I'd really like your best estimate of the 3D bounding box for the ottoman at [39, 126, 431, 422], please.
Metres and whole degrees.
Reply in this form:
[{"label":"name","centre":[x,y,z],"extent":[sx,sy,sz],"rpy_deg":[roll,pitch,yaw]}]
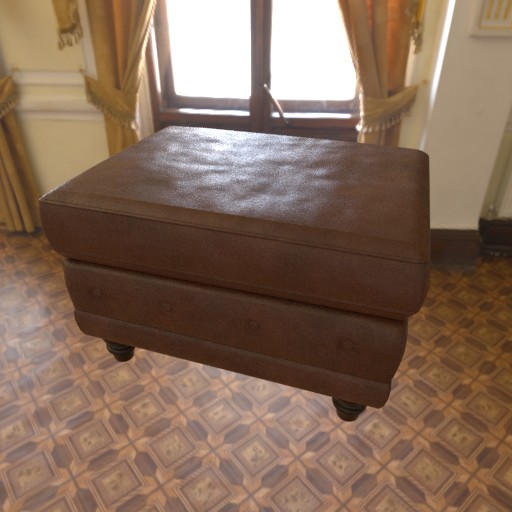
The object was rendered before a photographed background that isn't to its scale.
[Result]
[{"label":"ottoman","centre":[0.000,0.000,1.164],"extent":[0.795,0.509,0.588],"rpy_deg":[10,33,15]}]
